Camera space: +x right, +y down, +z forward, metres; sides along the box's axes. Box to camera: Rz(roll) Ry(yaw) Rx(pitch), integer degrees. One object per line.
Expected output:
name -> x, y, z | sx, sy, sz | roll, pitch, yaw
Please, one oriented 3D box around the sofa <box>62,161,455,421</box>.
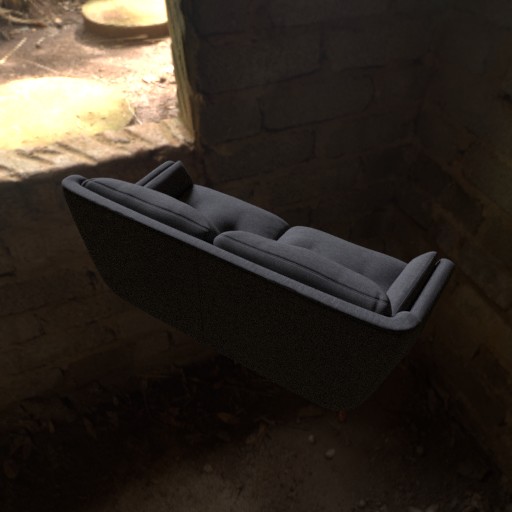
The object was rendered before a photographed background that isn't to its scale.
sofa -> 0.000, 0.000, 2.468 | 1.929, 0.896, 0.975 | 23, 48, 23
